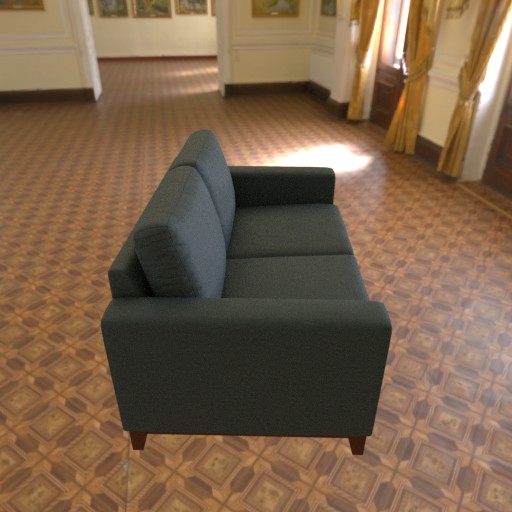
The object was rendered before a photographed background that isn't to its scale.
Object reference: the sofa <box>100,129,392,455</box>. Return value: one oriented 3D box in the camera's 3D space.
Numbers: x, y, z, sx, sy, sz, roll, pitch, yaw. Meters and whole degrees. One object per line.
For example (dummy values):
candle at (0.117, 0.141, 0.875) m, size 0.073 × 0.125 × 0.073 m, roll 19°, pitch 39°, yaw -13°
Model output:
sofa at (0.000, 0.000, 2.095) m, size 0.955 × 0.903 × 1.489 m, roll 1°, pitch 30°, yaw 1°
